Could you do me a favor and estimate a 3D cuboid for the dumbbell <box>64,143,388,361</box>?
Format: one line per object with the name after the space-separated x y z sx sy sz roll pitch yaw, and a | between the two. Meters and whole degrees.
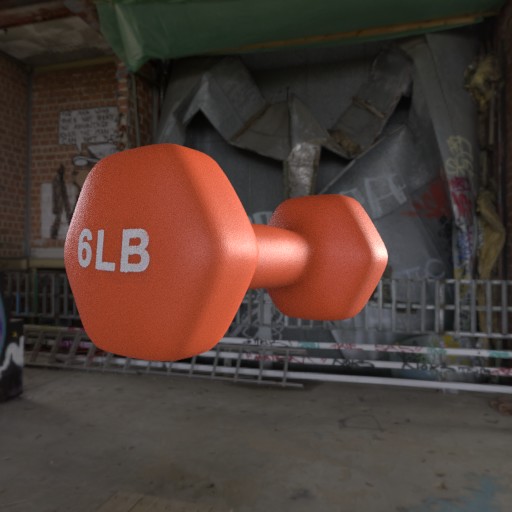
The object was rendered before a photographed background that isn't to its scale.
0.000 0.000 0.206 0.079 0.071 0.162 -1 -1 36 | dumbbell
